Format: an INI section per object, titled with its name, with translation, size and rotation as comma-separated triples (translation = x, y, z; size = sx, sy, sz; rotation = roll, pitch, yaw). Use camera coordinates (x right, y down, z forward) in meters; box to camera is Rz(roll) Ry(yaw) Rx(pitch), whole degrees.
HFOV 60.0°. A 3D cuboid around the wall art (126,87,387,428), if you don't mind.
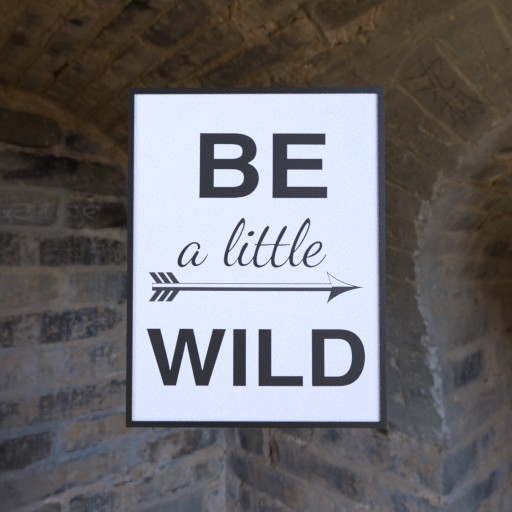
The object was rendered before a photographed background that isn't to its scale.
[wall art]
translation = 0.000, 0.000, 1.401
size = 0.806, 1.062, 0.038
rotation = 0, -2, 1
